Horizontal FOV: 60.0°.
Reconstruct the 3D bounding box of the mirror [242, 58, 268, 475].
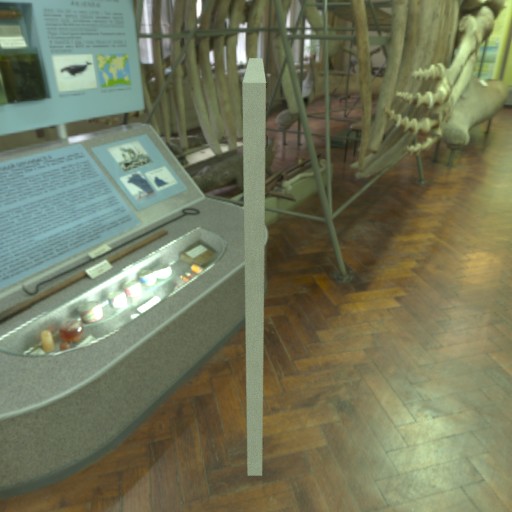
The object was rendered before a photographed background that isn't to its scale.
[{"bbox_3d":[0.000,0.000,1.163,0.041,0.915,0.609,0,27,0],"label":"mirror"}]
